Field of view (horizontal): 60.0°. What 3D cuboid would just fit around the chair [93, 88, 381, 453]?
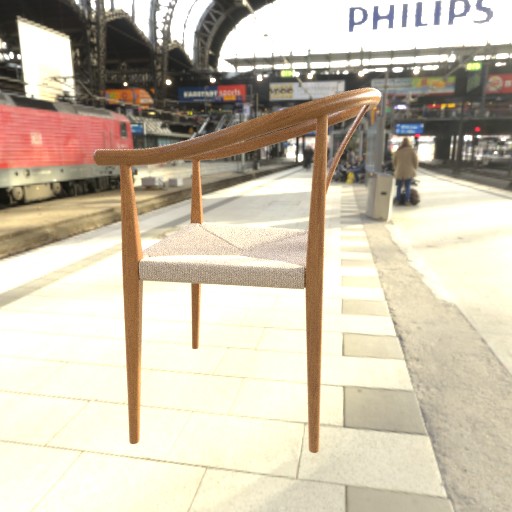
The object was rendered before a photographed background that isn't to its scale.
[{"bbox_3d":[0.000,0.000,1.163,0.579,0.800,0.556,2,14,8],"label":"chair"}]
